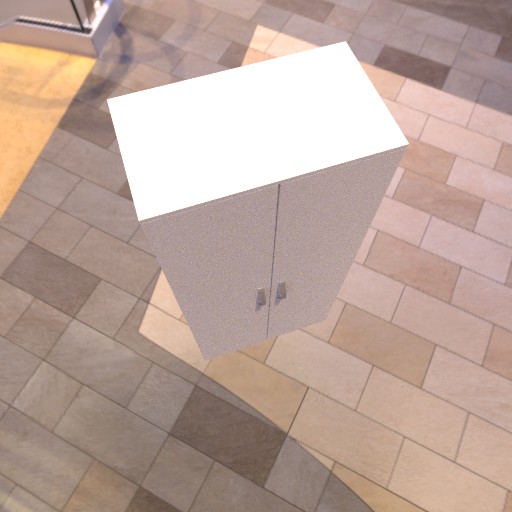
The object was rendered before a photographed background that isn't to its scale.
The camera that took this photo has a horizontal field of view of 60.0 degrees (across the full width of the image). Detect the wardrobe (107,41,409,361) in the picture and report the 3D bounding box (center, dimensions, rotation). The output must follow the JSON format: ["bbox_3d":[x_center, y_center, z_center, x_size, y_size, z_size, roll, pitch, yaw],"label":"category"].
[{"bbox_3d":[0.000,0.000,2.019,0.760,1.700,0.470,-17,66,-8],"label":"wardrobe"}]
